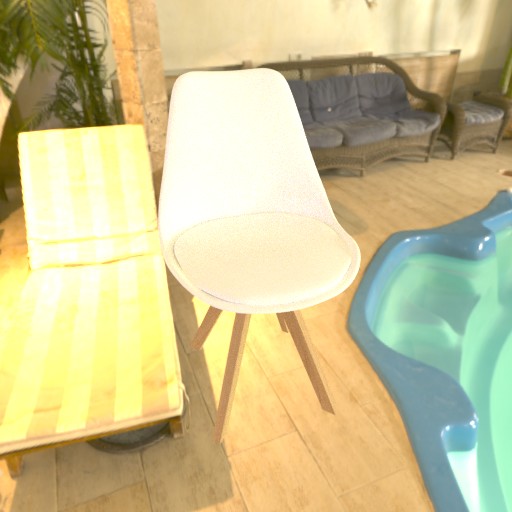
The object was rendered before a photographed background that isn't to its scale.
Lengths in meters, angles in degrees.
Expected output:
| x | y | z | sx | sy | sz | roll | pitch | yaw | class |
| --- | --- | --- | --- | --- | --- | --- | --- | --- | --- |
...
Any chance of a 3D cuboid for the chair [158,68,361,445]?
| x | y | z | sx | sy | sz | roll | pitch | yaw | class |
| --- | --- | --- | --- | --- | --- | --- | --- | --- | --- |
| 0.000 | 0.000 | 1.177 | 0.485 | 0.849 | 0.550 | -9 | 32 | -14 | chair |
